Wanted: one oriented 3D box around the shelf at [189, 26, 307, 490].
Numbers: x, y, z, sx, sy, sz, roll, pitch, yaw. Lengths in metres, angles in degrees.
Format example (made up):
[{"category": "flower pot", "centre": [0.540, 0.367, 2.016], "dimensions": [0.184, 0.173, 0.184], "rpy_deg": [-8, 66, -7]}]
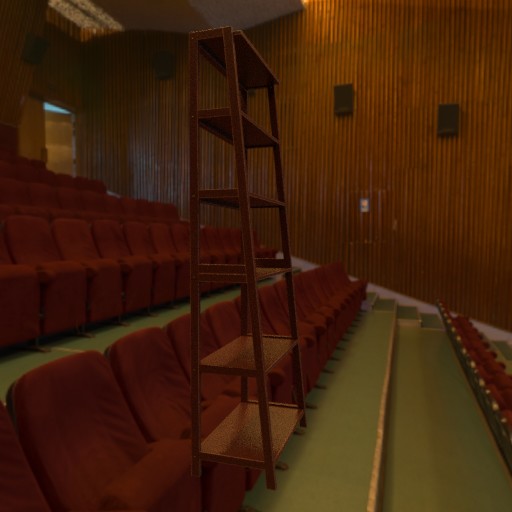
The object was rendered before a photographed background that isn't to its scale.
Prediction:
[{"category": "shelf", "centre": [0.000, 0.000, 2.147], "dimensions": [0.381, 1.892, 0.660], "rpy_deg": [1, 2, 18]}]
